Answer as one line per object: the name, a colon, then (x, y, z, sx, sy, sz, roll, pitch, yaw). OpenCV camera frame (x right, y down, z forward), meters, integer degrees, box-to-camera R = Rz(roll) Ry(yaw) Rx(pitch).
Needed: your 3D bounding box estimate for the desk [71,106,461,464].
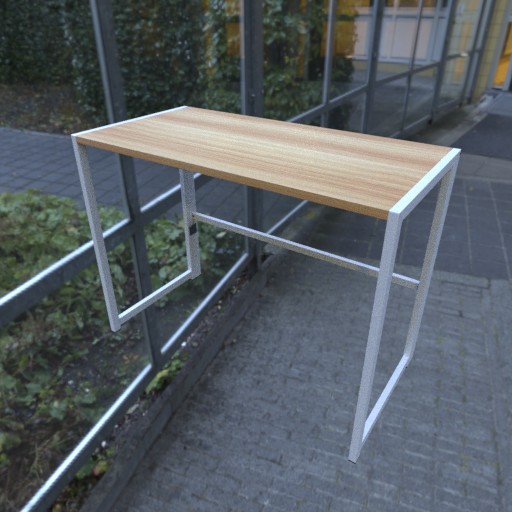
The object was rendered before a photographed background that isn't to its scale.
desk: (0.000, 0.000, 1.466, 1.016, 0.762, 0.508, 19, 35, 29)
